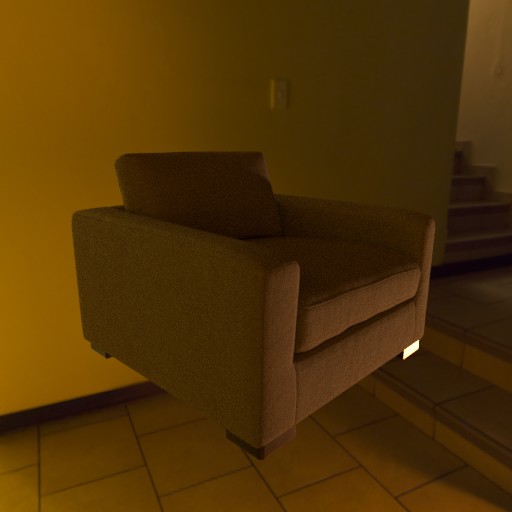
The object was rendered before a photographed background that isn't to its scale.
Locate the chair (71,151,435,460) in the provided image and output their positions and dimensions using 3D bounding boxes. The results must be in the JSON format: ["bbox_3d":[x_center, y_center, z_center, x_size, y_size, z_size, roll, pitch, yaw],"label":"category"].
[{"bbox_3d":[0.000,0.000,1.854,1.100,0.847,1.070,13,19,43],"label":"chair"}]
